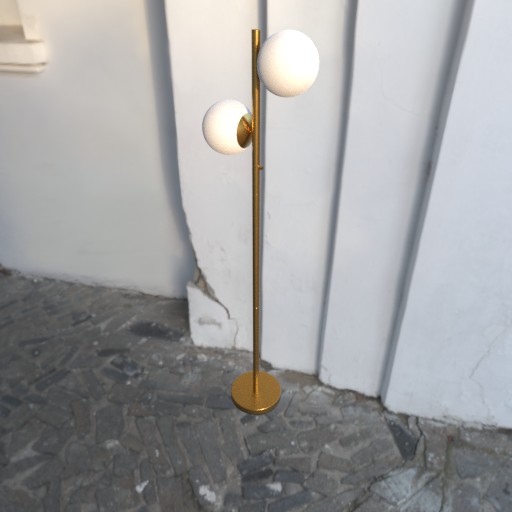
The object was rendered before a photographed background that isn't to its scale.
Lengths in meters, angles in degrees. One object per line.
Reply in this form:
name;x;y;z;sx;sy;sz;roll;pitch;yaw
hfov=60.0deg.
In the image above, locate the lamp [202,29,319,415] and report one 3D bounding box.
lamp;0.000;0.000;1.789;0.419;1.641;0.249;18;36;27
